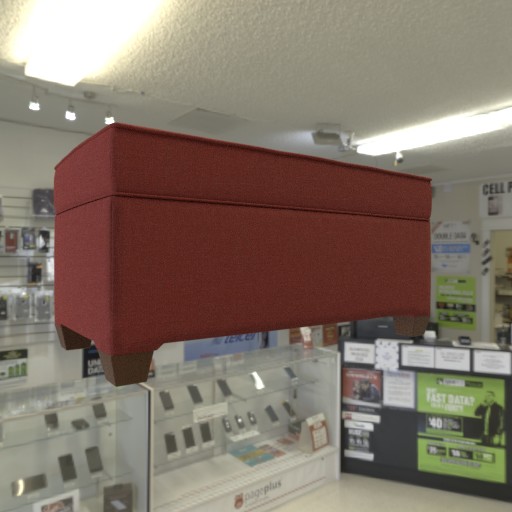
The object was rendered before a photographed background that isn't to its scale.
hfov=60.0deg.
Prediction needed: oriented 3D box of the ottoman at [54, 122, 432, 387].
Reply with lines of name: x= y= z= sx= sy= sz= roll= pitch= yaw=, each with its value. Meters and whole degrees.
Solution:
ottoman: x=0.000 y=0.000 z=1.195 sx=0.948 sy=0.454 sz=0.497 roll=0 pitch=0 yaw=-35
